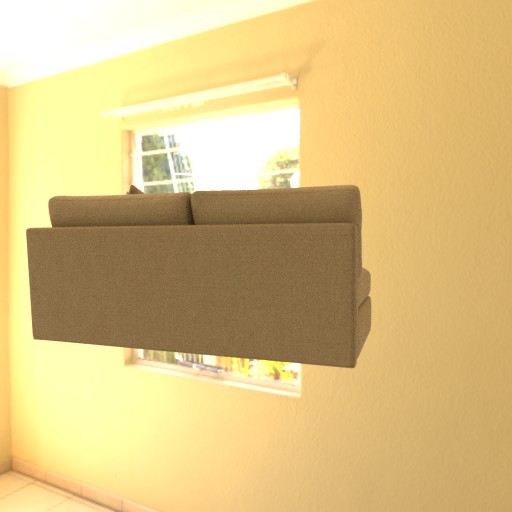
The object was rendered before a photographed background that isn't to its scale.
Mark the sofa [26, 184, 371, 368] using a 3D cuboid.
[{"bbox_3d":[0.000,0.000,3.748,1.994,0.978,2.896,1,2,19],"label":"sofa"}]
